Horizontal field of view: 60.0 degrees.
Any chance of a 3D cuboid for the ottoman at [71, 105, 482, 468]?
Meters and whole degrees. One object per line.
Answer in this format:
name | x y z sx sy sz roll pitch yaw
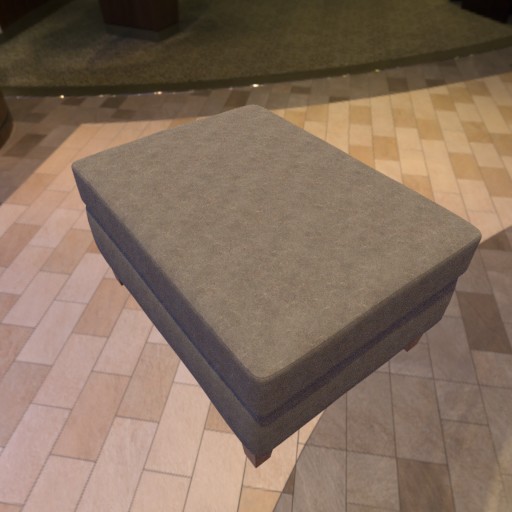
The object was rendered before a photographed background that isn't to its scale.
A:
ottoman | 0.000 0.000 1.201 0.639 0.464 0.839 -27 49 -26
